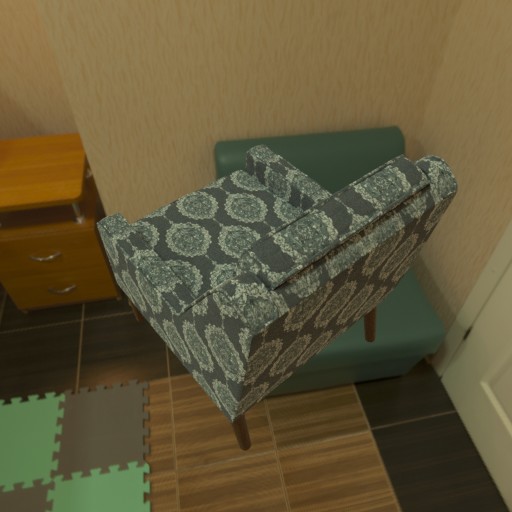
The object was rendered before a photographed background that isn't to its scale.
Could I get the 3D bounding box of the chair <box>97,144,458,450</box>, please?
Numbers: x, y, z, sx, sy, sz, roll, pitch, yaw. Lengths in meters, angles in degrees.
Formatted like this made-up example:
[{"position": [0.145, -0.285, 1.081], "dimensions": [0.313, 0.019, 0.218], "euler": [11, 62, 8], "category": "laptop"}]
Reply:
[{"position": [0.000, 0.000, 1.332], "dimensions": [0.663, 0.792, 0.743], "euler": [-32, 54, -26], "category": "chair"}]
